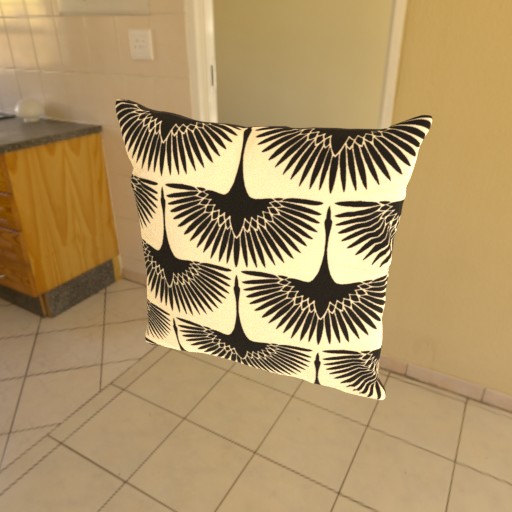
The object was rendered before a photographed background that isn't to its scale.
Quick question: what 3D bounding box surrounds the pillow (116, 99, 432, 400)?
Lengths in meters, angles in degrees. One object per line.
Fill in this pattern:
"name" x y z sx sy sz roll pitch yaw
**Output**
"pillow" 0.000 0.000 0.667 0.432 0.432 0.139 9 28 17
